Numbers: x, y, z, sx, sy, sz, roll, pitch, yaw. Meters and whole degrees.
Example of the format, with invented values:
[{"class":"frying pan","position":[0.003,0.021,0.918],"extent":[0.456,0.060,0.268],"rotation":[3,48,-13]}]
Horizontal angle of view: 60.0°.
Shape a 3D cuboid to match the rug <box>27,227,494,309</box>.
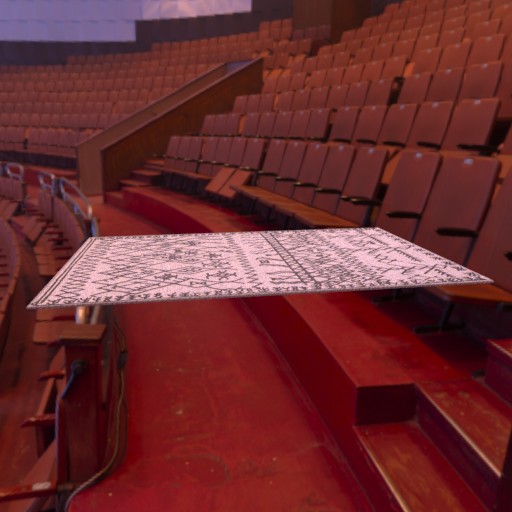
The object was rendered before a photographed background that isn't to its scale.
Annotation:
[{"class":"rug","position":[0.000,0.000,3.005],"extent":[2.444,0.012,1.526],"rotation":[-2,15,-9]}]
